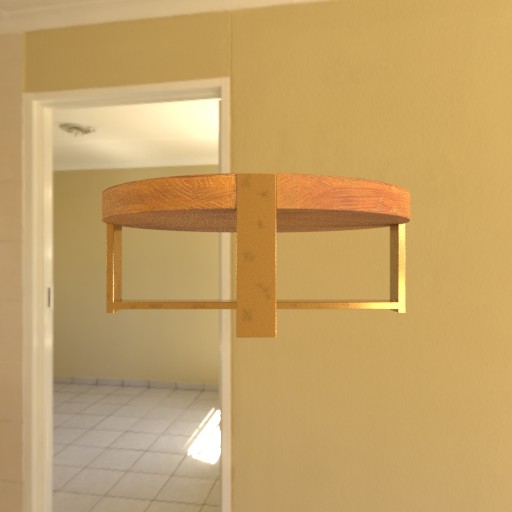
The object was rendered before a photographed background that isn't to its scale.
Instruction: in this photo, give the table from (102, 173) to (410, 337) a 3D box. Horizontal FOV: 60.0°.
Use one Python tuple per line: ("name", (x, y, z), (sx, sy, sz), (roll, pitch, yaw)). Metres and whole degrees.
("table", (0.000, 0.000, 1.681), (1.100, 0.420, 1.100), (0, 0, 0))
